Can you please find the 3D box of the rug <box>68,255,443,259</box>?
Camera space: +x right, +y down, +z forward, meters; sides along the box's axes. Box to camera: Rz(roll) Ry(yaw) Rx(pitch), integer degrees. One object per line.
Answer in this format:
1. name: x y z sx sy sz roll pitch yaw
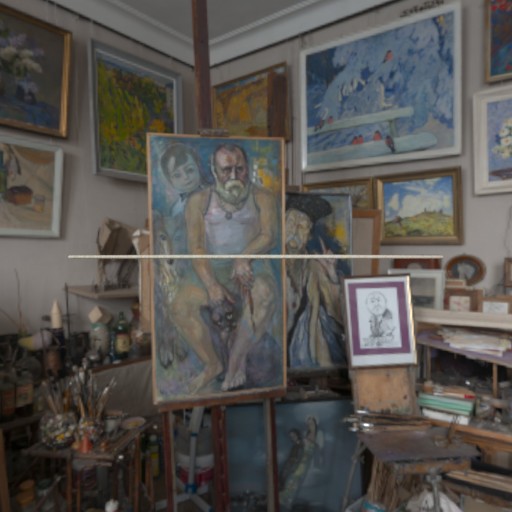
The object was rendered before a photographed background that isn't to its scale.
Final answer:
1. rug: 0.000 0.000 3.002 1.531 0.014 2.441 0 0 0
